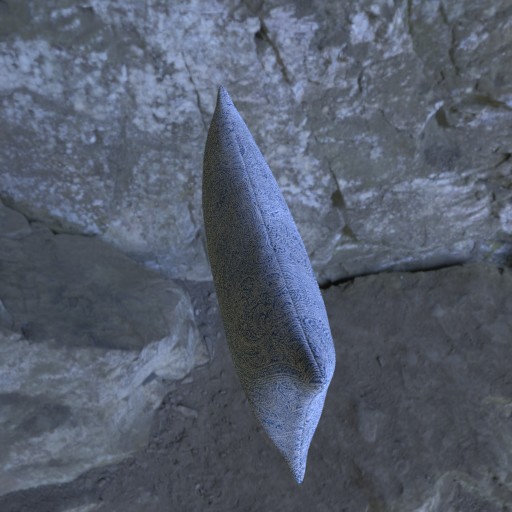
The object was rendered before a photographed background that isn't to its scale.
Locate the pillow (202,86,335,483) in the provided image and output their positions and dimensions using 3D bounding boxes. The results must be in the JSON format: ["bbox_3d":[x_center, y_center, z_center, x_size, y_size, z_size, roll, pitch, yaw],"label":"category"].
[{"bbox_3d":[0.000,0.000,0.723,0.151,0.295,0.615,-9,47,-8],"label":"pillow"}]
